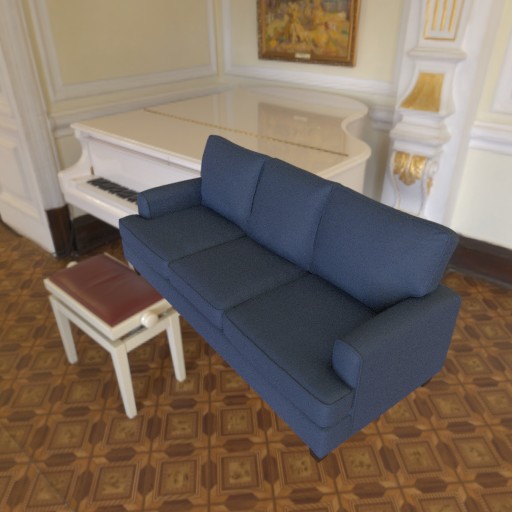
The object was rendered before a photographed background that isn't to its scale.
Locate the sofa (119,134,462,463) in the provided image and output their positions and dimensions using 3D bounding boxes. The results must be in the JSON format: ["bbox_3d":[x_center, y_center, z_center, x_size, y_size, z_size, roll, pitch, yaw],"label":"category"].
[{"bbox_3d":[0.000,0.000,2.691,0.951,0.965,2.158,-21,36,-31],"label":"sofa"}]
